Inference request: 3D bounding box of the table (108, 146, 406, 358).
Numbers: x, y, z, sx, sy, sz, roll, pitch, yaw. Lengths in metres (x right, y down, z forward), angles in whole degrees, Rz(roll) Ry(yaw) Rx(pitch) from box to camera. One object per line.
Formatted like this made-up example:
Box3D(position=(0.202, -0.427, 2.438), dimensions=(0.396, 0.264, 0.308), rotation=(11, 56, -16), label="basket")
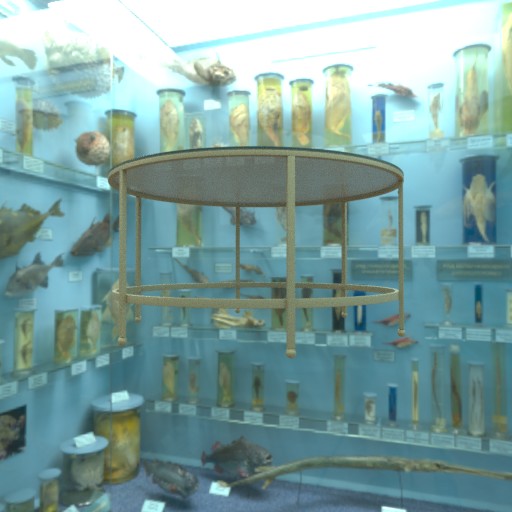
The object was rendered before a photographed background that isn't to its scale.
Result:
Box3D(position=(0.000, 0.000, 1.432), dimensions=(0.914, 0.470, 0.914), rotation=(0, -1, 0), label="table")
